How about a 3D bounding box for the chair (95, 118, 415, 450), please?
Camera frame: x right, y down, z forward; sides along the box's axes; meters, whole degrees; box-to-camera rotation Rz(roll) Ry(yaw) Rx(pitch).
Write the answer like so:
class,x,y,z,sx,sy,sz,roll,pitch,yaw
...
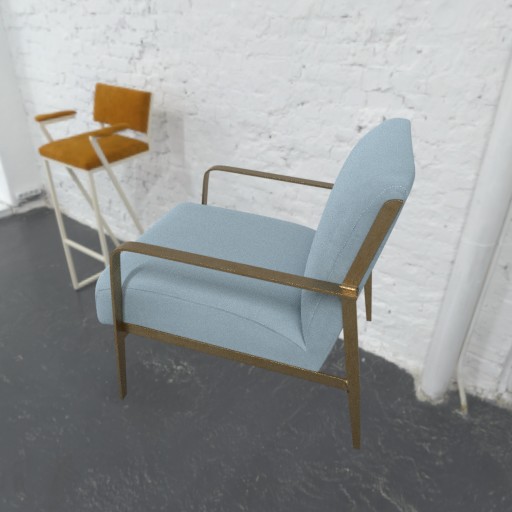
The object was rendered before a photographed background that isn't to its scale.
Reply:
class,x,y,z,sx,sy,sz,roll,pitch,yaw
chair,0.000,0.000,1.441,0.842,0.824,0.701,8,30,14
